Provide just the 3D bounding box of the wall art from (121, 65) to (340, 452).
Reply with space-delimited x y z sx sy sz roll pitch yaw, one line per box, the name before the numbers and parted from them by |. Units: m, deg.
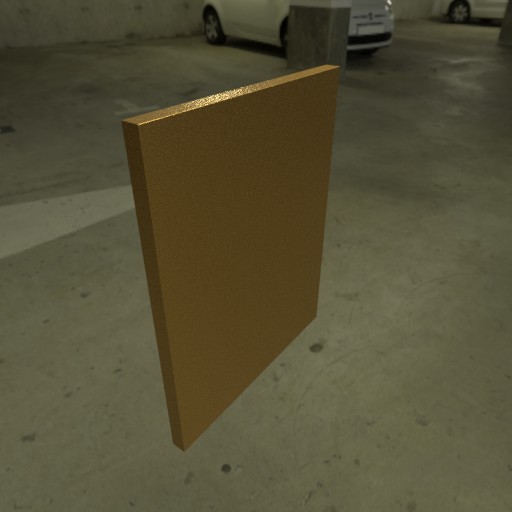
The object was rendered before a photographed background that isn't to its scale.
wall art | 0.000 0.000 1.049 0.038 0.762 0.610 22 38 30
